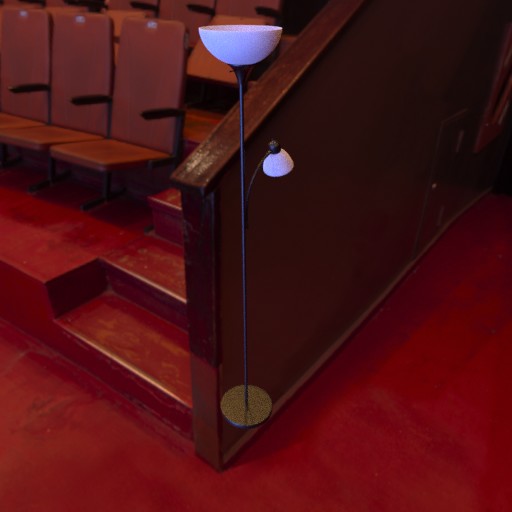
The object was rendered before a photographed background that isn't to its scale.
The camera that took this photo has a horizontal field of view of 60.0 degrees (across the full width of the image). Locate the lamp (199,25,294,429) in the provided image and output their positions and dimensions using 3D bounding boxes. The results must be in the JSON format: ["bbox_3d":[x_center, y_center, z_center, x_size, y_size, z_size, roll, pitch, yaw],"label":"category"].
[{"bbox_3d":[0.000,0.000,1.958,0.279,1.804,0.442,21,37,30],"label":"lamp"}]
